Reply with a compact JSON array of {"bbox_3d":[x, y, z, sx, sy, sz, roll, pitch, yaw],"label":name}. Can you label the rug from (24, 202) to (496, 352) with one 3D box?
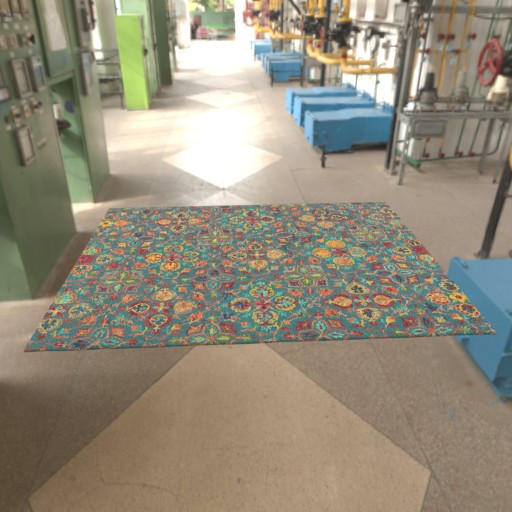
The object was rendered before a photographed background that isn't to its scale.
[{"bbox_3d":[0.000,0.000,4.049,3.204,0.025,2.434,-2,29,-3],"label":"rug"}]
